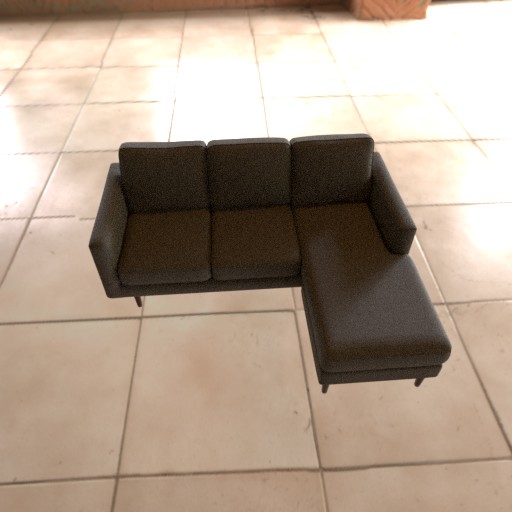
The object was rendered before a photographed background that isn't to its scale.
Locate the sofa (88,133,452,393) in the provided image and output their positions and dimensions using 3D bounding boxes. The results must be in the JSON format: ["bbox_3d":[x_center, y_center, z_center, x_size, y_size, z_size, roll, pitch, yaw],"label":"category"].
[{"bbox_3d":[0.000,0.000,2.934,2.055,0.957,1.667,-3,45,-3],"label":"sofa"}]
